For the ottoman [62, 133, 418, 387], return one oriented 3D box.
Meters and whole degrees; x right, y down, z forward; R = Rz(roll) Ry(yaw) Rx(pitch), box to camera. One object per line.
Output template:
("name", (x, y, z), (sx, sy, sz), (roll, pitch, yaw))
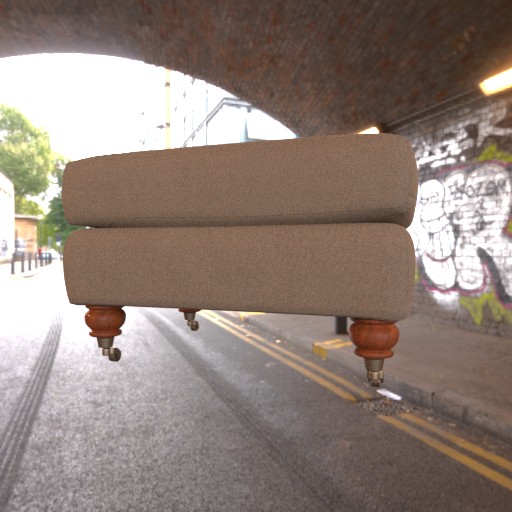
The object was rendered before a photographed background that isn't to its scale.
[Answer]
("ottoman", (0.000, 0.000, 1.132), (0.773, 0.504, 0.569), (0, 1, 19))
